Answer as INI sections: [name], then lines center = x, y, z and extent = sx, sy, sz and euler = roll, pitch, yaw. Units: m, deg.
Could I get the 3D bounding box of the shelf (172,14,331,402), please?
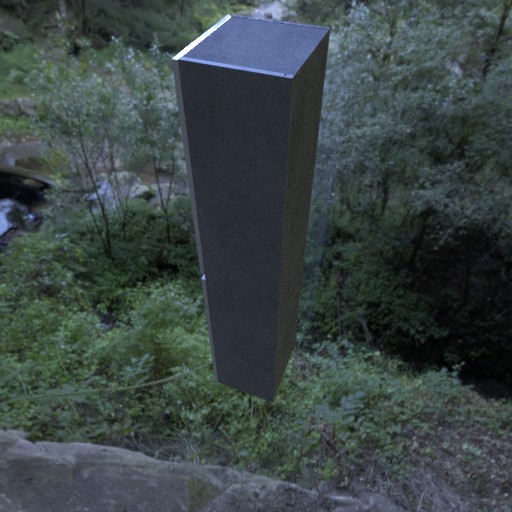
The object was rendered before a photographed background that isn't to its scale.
[shelf]
center = 0.000, 0.000, 1.511
extent = 0.270, 1.400, 0.300
euler = 16, 48, 15
